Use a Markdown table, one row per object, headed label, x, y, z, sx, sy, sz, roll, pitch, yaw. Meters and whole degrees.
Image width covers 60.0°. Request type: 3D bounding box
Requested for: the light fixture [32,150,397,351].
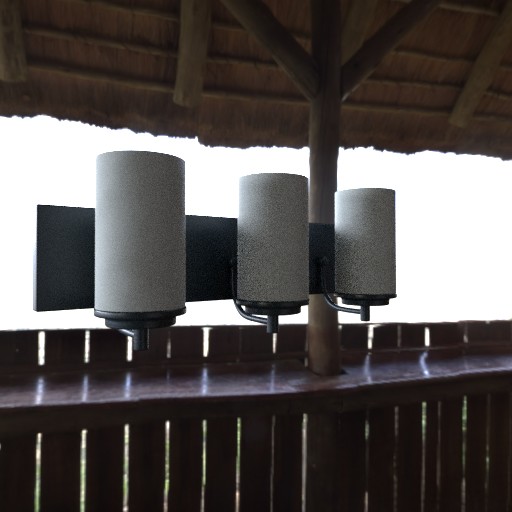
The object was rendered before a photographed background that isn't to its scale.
| label | x | y | z | sx | sy | sz | roll | pitch | yaw |
| --- | --- | --- | --- | --- | --- | --- | --- | --- | --- |
| light fixture | 0.000 | 0.000 | 0.521 | 0.451 | 0.172 | 0.145 | 0 | -1 | -37 |
